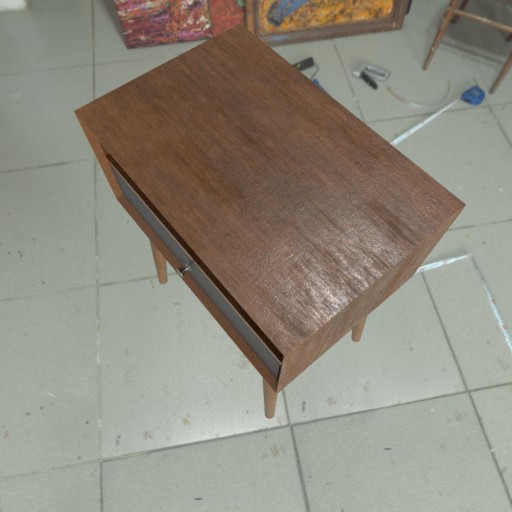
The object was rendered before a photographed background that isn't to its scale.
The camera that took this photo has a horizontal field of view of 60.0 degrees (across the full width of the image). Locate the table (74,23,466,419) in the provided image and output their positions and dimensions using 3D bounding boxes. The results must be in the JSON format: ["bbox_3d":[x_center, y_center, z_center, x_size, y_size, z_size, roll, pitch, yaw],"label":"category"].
[{"bbox_3d":[0.000,0.000,0.847,0.307,0.580,0.454,-36,68,-17],"label":"table"}]
